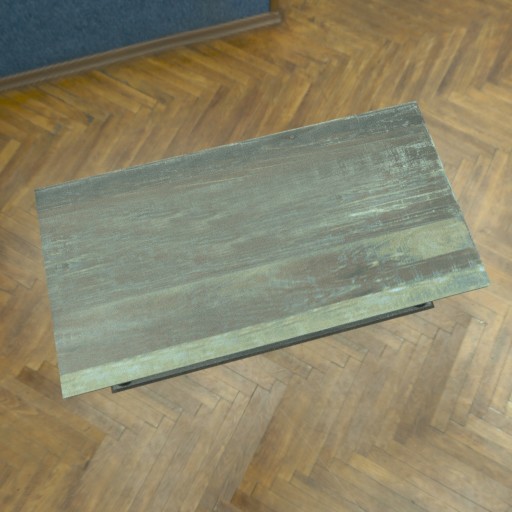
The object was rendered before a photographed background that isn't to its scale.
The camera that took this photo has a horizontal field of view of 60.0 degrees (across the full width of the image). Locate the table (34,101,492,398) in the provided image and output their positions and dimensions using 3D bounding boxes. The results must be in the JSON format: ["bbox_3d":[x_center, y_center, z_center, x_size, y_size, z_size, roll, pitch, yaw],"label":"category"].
[{"bbox_3d":[0.000,0.000,1.349,1.088,0.399,0.554,-14,75,-4],"label":"table"}]
